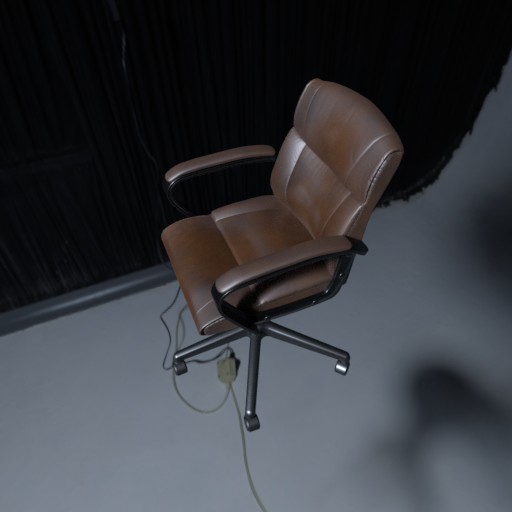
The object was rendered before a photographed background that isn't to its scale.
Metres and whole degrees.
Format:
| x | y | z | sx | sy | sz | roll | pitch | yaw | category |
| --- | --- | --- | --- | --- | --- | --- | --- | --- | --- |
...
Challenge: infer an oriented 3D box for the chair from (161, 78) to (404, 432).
| x | y | z | sx | sy | sz | roll | pitch | yaw | category |
| --- | --- | --- | --- | --- | --- | --- | --- | --- | --- |
| 0.000 | 0.000 | 1.512 | 0.717 | 1.004 | 0.739 | -16 | 48 | -15 | chair |
